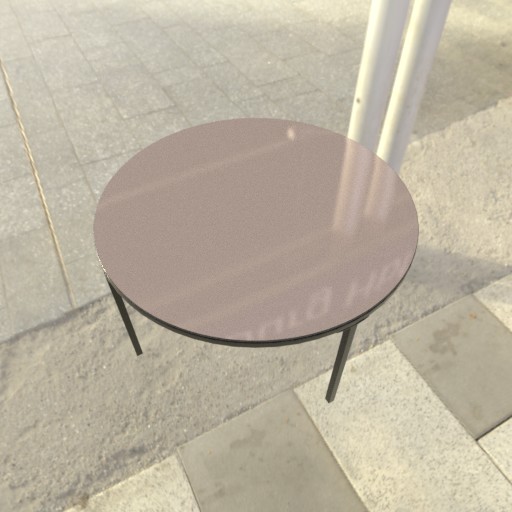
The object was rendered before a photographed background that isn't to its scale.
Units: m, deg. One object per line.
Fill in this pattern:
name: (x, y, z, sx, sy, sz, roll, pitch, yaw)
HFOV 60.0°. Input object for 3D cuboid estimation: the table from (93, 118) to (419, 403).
table: (0.000, 0.000, 1.266, 0.800, 0.400, 0.800, 0, 48, 0)
